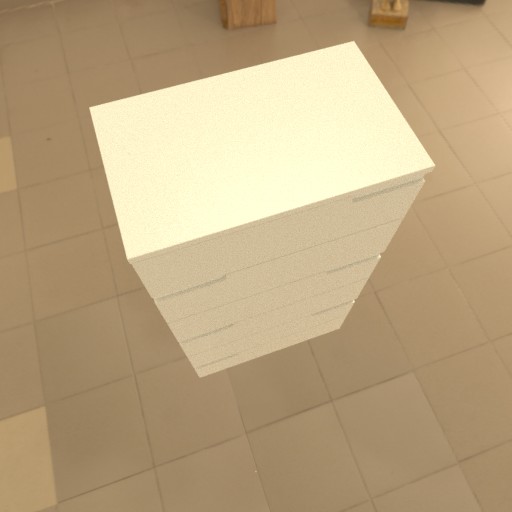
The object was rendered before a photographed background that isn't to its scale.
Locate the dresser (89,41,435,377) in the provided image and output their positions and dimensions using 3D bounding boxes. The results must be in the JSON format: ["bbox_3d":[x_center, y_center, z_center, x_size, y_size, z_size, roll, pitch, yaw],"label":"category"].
[{"bbox_3d":[0.000,0.000,1.491,0.650,1.190,0.400,-18,65,-8],"label":"dresser"}]
